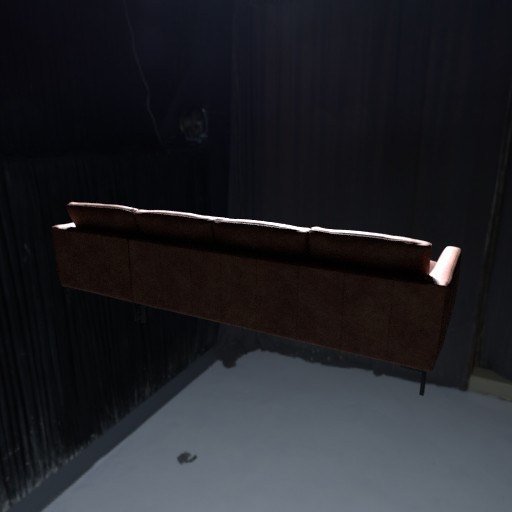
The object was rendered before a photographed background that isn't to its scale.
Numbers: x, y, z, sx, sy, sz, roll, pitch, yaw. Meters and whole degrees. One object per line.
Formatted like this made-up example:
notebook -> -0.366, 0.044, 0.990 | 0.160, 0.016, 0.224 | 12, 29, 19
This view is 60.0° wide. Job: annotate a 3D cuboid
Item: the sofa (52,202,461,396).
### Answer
sofa -> 0.000, 0.000, 3.575 | 2.993, 0.859, 1.471 | 8, 18, 27
